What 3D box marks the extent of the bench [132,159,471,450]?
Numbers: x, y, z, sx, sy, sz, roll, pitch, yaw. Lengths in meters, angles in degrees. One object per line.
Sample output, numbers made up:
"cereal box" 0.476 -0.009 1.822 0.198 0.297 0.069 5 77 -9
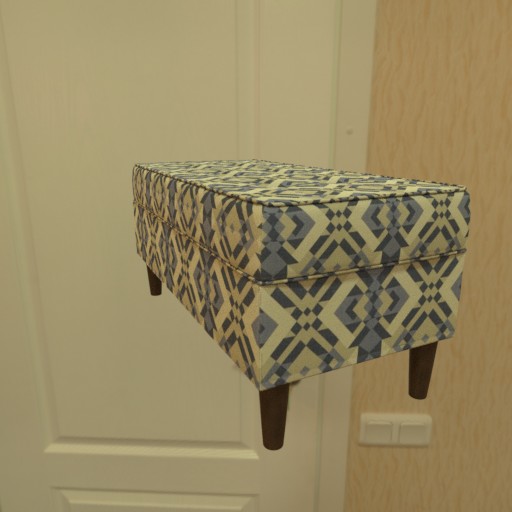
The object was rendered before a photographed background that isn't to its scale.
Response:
"bench" 0.000 0.000 1.265 0.492 0.477 1.016 -8 17 -25
